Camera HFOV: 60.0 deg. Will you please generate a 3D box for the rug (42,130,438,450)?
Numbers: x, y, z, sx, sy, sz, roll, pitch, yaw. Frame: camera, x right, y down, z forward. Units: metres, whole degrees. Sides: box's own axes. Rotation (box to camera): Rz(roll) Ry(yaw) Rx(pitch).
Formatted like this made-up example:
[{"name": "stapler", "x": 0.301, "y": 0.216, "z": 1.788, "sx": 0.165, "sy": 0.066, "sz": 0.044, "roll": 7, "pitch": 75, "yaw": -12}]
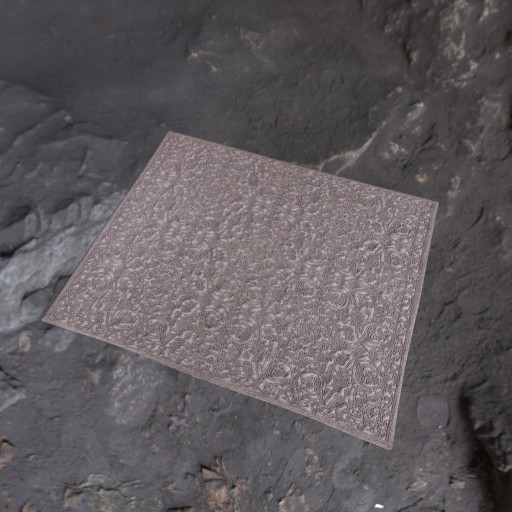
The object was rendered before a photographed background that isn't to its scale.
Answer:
[{"name": "rug", "x": 0.000, "y": 0.000, "z": 4.127, "sx": 3.017, "sy": 0.035, "sz": 2.472, "roll": 17, "pitch": 60, "yaw": 10}]
